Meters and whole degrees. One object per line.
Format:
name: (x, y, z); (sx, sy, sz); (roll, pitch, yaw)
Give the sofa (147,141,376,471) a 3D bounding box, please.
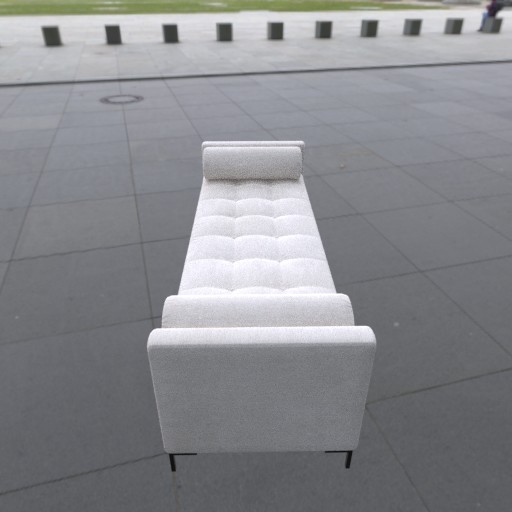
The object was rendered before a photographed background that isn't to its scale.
sofa: (0.000, 0.000, 2.294); (0.686, 0.635, 1.981); (-1, 31, -1)
